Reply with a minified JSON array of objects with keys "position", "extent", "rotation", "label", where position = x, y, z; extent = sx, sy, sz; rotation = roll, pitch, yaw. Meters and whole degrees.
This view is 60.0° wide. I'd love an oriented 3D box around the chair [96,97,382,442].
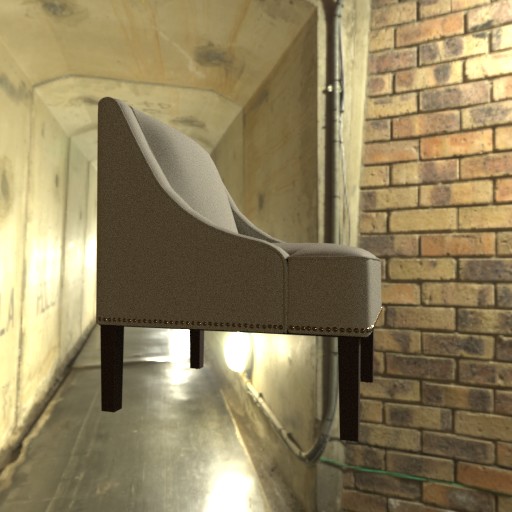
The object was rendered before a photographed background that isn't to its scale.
[{"position":[0.000,0.000,1.379],"extent":[0.737,0.864,0.610],"rotation":[0,-1,18],"label":"chair"}]
